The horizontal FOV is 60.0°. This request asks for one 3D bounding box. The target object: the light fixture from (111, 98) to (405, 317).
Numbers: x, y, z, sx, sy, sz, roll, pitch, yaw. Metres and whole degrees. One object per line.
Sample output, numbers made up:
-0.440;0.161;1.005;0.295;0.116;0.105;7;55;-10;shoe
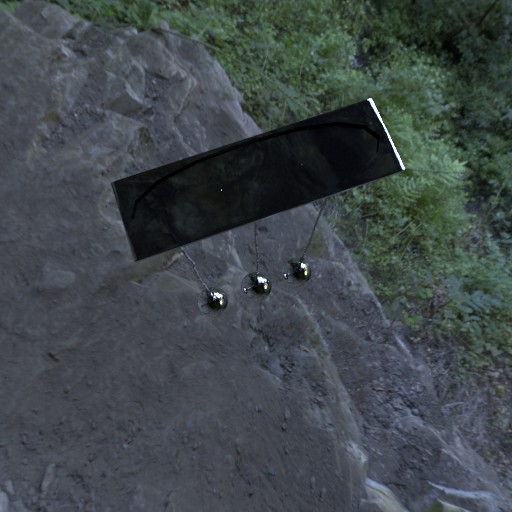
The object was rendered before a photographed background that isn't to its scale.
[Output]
0.000;0.000;1.643;0.623;1.408;0.188;-19;77;-5;light fixture
